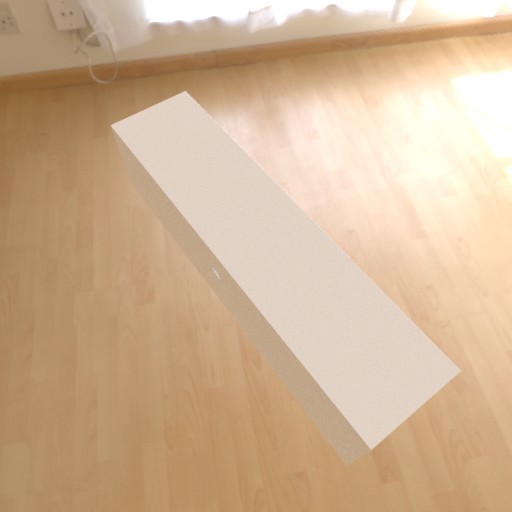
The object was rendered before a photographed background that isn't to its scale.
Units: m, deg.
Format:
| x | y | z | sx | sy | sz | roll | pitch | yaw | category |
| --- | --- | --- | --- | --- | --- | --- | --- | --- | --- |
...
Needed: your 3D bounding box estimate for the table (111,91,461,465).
| x | y | z | sx | sy | sz | roll | pitch | yaw | category |
| --- | --- | --- | --- | --- | --- | --- | --- | --- | --- |
| 0.000 | 0.000 | 1.858 | 0.390 | 0.420 | 1.650 | -32 | 64 | -18 | table |
